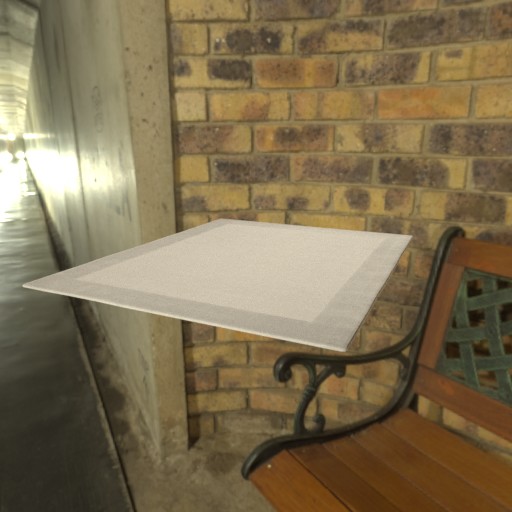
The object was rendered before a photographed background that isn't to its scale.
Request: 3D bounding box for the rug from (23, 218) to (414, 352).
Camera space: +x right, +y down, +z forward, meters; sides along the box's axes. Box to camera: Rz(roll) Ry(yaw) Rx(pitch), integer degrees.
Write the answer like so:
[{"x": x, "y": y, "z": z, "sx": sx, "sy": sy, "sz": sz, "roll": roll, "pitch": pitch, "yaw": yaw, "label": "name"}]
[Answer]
[{"x": 0.000, "y": 0.000, "z": 4.062, "sx": 2.430, "sy": 0.018, "sz": 2.976, "roll": 7, "pitch": 17, "yaw": 24, "label": "rug"}]
